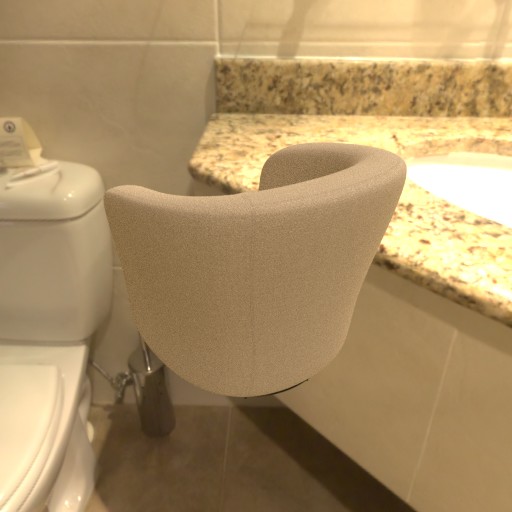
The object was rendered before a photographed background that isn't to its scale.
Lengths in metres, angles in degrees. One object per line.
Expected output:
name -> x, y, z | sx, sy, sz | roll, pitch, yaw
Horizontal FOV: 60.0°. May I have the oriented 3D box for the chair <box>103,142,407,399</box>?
chair -> 0.000, 0.000, 1.463 | 0.791, 0.771, 0.815 | -20, 37, -29
